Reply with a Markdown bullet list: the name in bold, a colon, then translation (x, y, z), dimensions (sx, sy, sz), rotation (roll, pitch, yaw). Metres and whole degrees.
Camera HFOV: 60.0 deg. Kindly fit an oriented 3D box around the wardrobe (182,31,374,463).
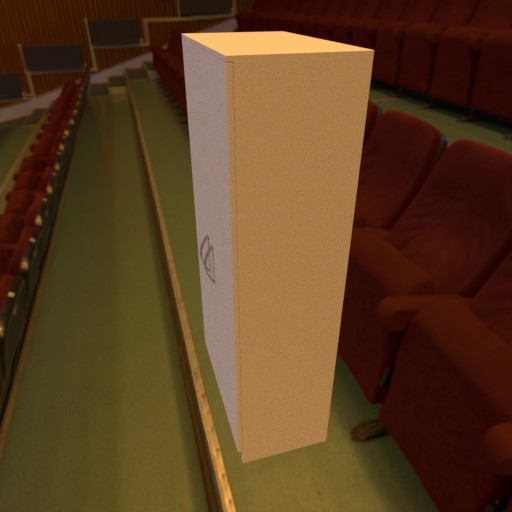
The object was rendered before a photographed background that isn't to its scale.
- **wardrobe**: translation (0.000, 0.000, 1.938), dimensions (0.470, 1.700, 0.760), rotation (-9, 32, -14)
